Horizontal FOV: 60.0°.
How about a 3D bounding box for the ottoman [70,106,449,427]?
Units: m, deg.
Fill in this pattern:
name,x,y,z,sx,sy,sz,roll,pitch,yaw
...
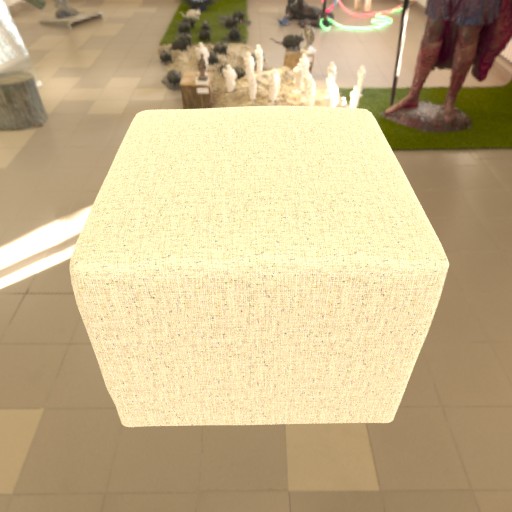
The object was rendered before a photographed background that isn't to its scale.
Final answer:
name,x,y,z,sx,sy,sz,roll,pitch,yaw
ottoman,0.000,0.000,0.882,0.512,0.453,0.521,-1,41,-1
